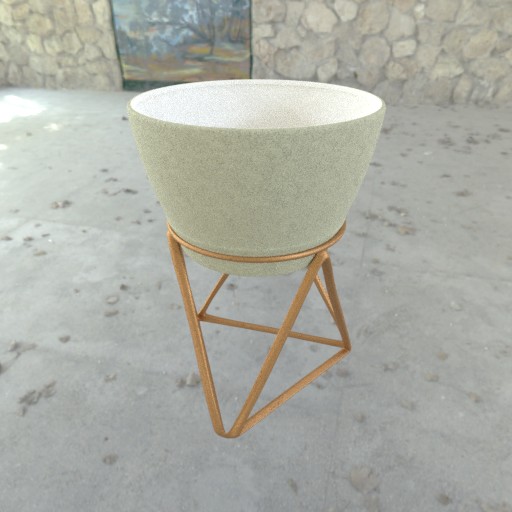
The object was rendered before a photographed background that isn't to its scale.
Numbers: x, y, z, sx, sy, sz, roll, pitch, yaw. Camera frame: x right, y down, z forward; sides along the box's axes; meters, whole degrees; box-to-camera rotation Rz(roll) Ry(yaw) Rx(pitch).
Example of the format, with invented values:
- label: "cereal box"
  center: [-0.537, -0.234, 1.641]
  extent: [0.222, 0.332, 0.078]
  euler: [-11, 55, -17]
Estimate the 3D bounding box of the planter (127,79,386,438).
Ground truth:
- label: "planter"
  center: [0.000, 0.000, 0.739]
  extent: [0.350, 0.504, 0.350]
  euler: [8, 31, 14]
